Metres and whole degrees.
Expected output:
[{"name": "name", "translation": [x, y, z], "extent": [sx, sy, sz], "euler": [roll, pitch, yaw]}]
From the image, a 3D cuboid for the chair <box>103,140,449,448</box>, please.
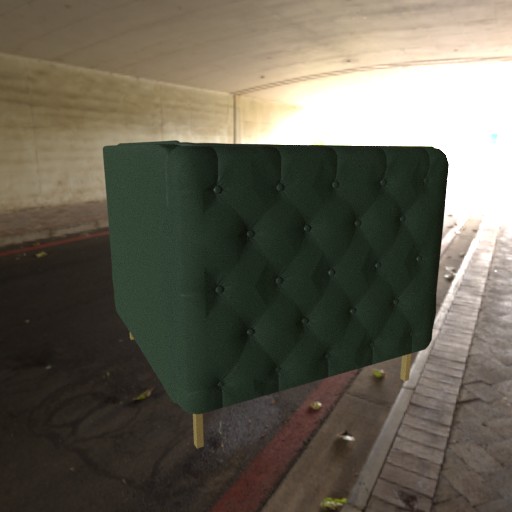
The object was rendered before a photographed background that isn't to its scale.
[{"name": "chair", "translation": [0.000, 0.000, 1.553], "extent": [0.855, 0.768, 0.917], "euler": [-7, 15, -27]}]
